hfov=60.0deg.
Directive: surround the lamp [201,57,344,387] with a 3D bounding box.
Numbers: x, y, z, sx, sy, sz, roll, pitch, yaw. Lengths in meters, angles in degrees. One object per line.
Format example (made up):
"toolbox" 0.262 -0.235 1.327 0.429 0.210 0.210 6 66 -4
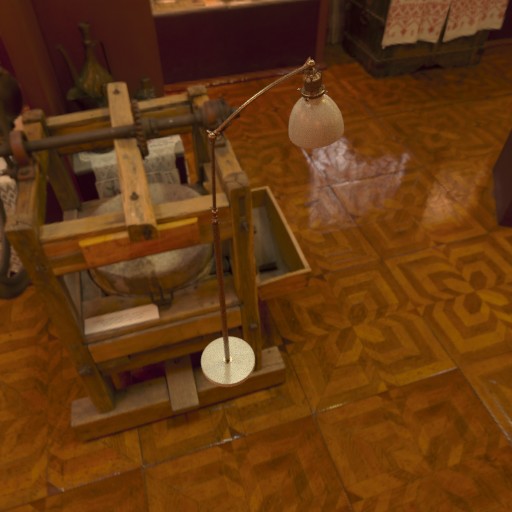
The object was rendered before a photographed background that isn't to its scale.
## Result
"lamp" 0.000 0.000 1.850 0.599 1.586 0.288 -11 48 -11
